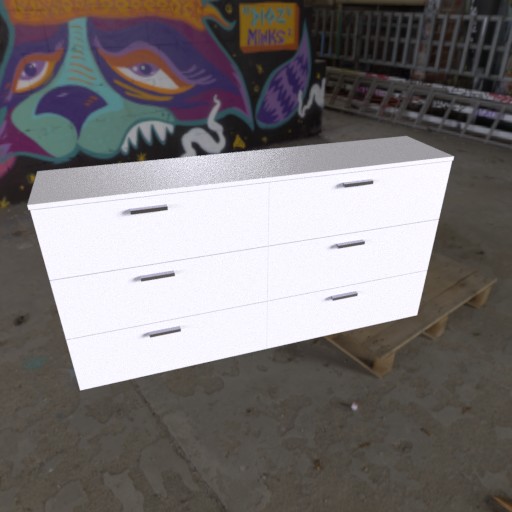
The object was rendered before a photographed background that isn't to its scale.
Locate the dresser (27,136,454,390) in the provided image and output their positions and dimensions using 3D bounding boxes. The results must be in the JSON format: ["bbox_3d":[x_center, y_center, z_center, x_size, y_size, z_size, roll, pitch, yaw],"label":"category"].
[{"bbox_3d":[0.000,0.000,1.851,1.535,0.790,0.333,-9,31,-16],"label":"dresser"}]
